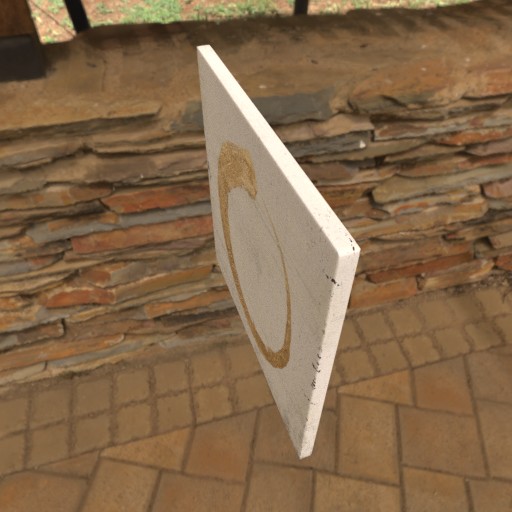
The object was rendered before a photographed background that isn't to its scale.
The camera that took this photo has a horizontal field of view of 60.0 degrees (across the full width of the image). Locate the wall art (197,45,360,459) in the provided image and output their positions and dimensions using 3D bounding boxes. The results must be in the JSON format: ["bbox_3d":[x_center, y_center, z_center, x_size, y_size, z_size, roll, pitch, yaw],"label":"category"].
[{"bbox_3d":[0.000,0.000,1.120,0.038,0.762,0.762,-15,48,-14],"label":"wall art"}]
